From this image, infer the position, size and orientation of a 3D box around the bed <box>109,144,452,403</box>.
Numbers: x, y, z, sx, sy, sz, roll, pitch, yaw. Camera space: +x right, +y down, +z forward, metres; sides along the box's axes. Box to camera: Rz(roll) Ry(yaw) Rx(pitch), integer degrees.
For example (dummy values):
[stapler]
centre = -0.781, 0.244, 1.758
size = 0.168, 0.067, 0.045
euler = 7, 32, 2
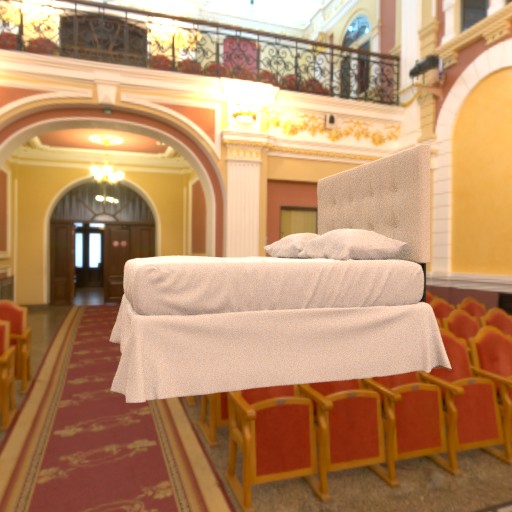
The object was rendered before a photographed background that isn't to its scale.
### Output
[bed]
centre = 0.000, 0.000, 3.540
size = 2.222, 1.577, 1.936
euler = 0, 0, -18
